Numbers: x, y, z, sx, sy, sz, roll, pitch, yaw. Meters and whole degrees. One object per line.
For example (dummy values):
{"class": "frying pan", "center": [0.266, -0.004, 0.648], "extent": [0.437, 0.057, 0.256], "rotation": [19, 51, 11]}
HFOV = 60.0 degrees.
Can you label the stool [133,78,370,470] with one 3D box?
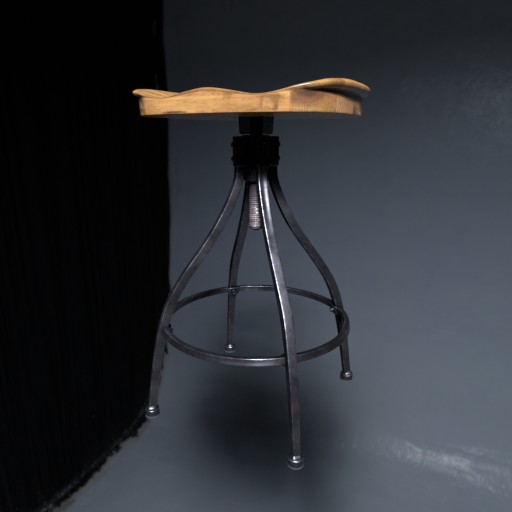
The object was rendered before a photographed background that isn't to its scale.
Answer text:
{"class": "stool", "center": [0.000, 0.000, 0.975], "extent": [0.432, 0.694, 0.424], "rotation": [8, 17, 26]}
